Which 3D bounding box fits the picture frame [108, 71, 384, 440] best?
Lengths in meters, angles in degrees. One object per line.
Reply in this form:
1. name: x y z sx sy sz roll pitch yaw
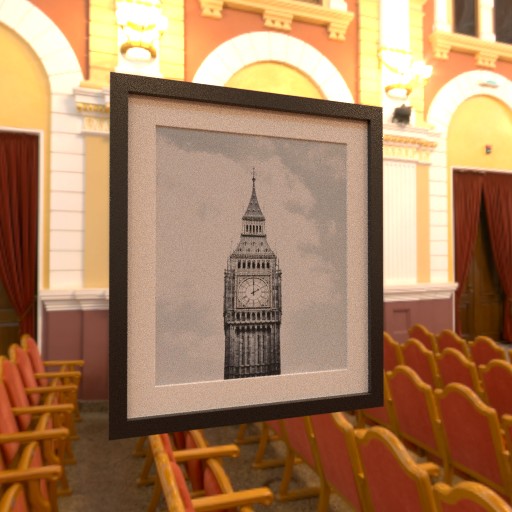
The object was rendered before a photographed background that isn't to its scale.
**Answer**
1. picture frame: 0.000 0.000 0.522 0.328 0.378 0.034 0 -1 -19
